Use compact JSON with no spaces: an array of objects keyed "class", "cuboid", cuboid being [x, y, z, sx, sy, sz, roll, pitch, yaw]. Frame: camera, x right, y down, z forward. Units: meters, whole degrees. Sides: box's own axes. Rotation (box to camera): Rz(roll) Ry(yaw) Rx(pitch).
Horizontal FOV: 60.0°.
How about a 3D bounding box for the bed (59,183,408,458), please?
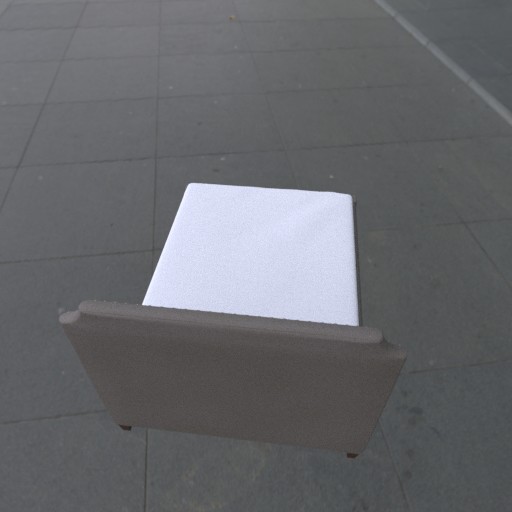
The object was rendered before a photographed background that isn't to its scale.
[{"class":"bed","cuboid":[0.000,0.000,3.353,1.712,1.443,2.372,5,46,5]}]
